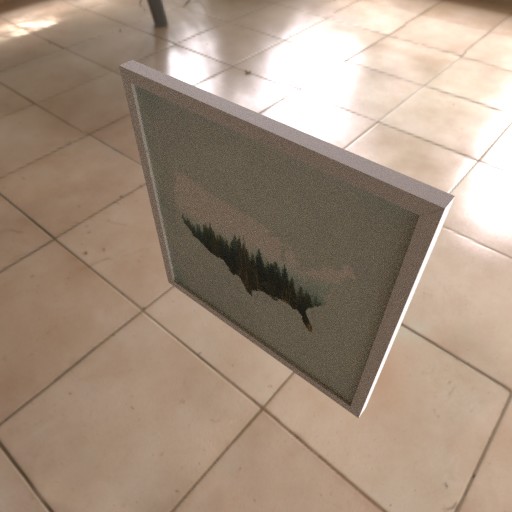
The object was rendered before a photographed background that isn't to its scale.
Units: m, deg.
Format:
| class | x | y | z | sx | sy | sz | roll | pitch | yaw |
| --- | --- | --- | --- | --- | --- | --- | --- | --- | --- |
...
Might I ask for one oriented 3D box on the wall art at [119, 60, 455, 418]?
| class | x | y | z | sx | sy | sz | roll | pitch | yaw |
| --- | --- | --- | --- | --- | --- | --- | --- | --- | --- |
| wall art | 0.000 | 0.000 | 1.115 | 0.762 | 0.762 | 0.038 | 31 | 54 | 26 |
